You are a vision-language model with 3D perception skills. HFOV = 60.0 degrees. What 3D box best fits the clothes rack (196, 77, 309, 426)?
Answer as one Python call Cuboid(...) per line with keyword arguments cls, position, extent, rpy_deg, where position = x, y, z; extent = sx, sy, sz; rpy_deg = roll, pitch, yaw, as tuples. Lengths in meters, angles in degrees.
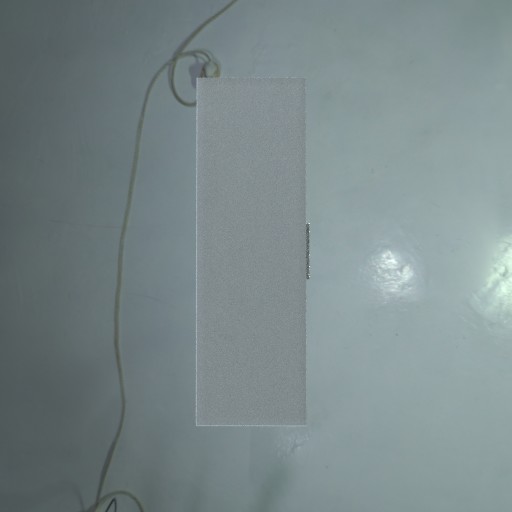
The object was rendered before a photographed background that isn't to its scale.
Cuboid(cls="clothes rack", position=(0.000, 0.000, 1.594), extent=(0.250, 1.280, 0.750), rpy_deg=(0, 89, 0))
